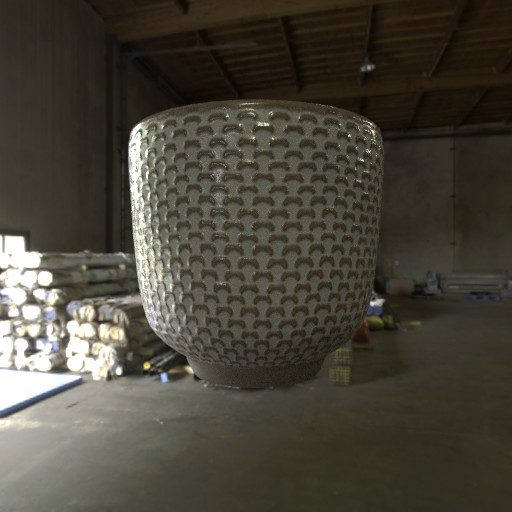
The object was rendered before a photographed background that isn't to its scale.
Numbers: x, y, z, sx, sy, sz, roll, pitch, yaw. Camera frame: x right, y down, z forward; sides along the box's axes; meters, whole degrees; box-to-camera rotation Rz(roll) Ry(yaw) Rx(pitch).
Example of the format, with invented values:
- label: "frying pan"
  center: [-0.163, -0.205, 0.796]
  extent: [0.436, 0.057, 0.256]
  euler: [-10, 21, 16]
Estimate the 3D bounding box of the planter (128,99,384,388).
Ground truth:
- label: "planter"
  center: [0.000, 0.000, 0.250]
  extent: [0.139, 0.130, 0.139]
  euler: [0, 0, 0]
